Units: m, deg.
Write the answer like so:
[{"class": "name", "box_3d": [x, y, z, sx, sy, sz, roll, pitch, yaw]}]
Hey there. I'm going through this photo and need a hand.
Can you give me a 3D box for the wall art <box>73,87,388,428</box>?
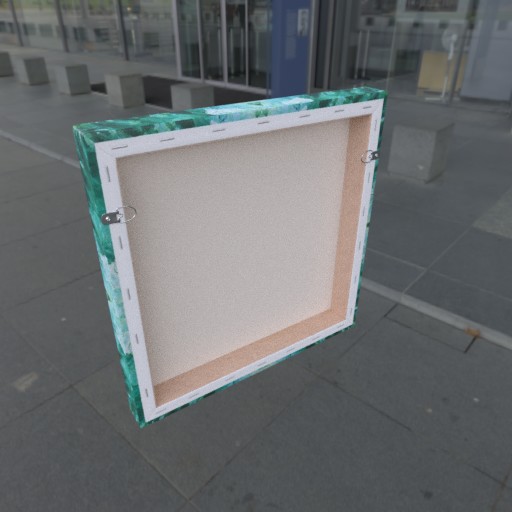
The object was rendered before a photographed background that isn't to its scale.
[{"class": "wall art", "box_3d": [0.000, 0.000, 0.477, 0.313, 0.313, 0.033, -18, 35, -28]}]
